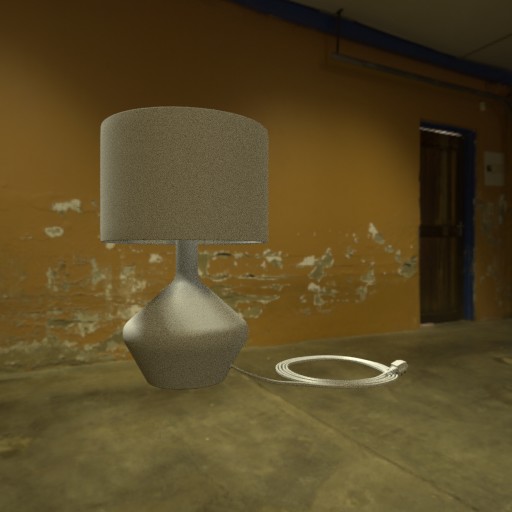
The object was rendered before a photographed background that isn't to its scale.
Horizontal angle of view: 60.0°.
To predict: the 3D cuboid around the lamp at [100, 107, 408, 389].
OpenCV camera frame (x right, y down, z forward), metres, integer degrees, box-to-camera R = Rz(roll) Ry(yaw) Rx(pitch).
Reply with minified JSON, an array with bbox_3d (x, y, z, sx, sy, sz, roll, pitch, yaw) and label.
[{"bbox_3d":[0.000,0.000,0.837,0.546,0.457,0.401,0,0,19],"label":"lamp"}]
